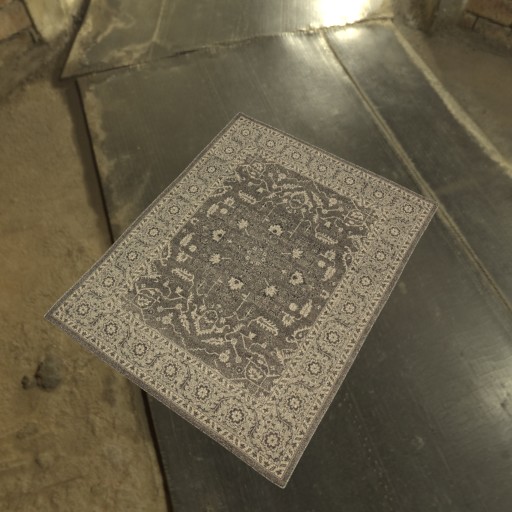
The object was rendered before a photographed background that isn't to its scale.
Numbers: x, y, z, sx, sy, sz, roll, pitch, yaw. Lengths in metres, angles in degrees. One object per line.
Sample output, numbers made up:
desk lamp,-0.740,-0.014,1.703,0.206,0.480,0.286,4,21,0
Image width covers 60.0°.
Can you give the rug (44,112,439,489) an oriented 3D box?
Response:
rug,0.000,0.000,4.174,2.451,0.026,3.069,29,64,16
